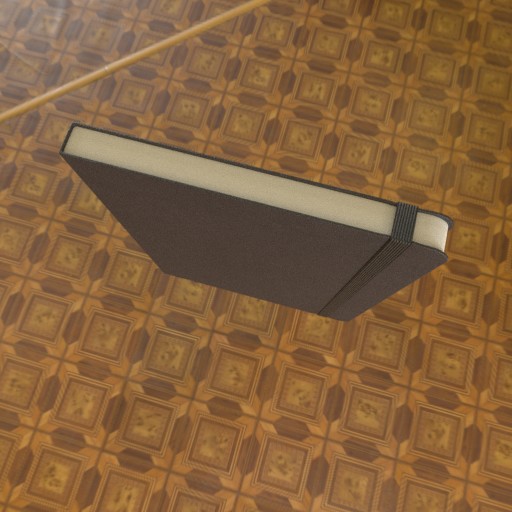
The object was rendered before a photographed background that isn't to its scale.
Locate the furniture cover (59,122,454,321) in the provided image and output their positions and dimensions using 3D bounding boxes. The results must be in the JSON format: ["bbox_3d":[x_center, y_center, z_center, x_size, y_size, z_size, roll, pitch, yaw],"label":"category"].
[{"bbox_3d":[0.000,0.000,0.369,0.216,0.281,0.023,15,75,4],"label":"furniture cover"}]
